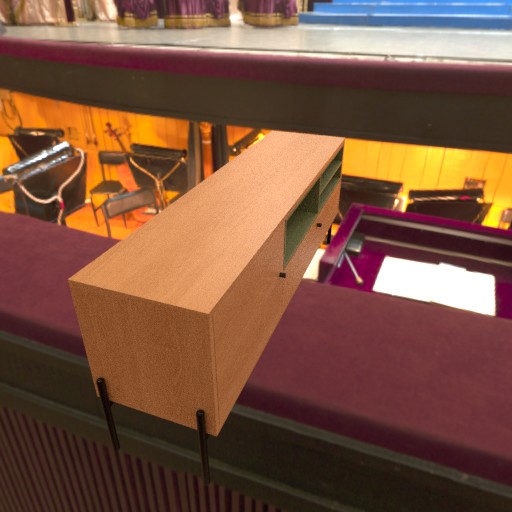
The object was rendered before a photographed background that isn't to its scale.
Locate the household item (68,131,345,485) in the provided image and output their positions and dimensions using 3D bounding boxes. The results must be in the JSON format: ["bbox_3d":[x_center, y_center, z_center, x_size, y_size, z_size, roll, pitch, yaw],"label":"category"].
[{"bbox_3d":[0.000,0.000,1.771,0.400,0.600,1.550,11,32,18],"label":"household item"}]
